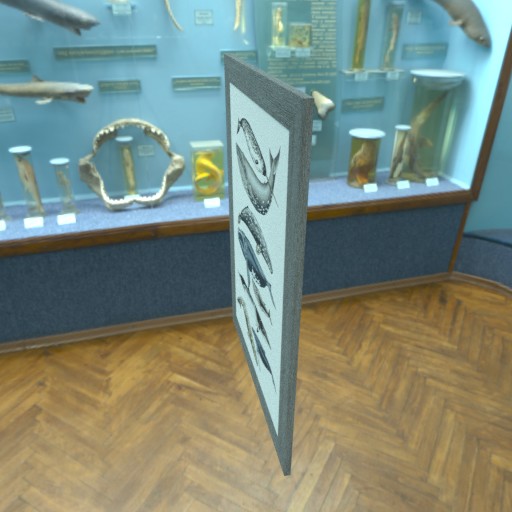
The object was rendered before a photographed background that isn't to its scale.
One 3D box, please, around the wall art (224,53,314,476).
[{"bbox_3d":[0.000,0.000,1.366,0.020,1.070,0.768,-7,31,-12],"label":"wall art"}]
